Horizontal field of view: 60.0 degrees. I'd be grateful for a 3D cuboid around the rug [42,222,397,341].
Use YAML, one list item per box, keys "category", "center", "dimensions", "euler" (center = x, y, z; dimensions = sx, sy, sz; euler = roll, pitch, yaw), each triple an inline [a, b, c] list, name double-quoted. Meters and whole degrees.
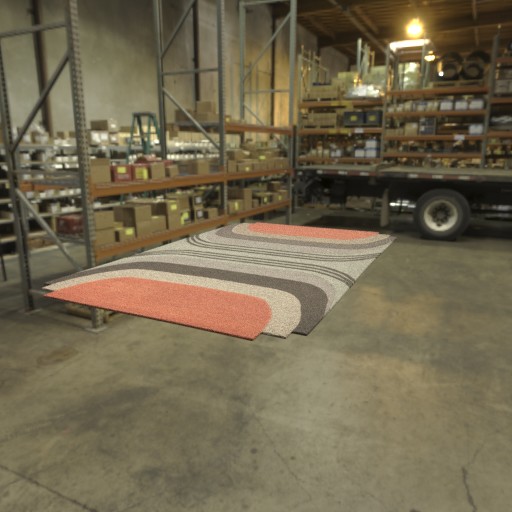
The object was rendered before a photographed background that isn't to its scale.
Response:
- category: "rug"
  center: [0.000, 0.000, 3.039]
  dimensions: [1.530, 0.017, 2.446]
  euler: [7, 15, 26]
